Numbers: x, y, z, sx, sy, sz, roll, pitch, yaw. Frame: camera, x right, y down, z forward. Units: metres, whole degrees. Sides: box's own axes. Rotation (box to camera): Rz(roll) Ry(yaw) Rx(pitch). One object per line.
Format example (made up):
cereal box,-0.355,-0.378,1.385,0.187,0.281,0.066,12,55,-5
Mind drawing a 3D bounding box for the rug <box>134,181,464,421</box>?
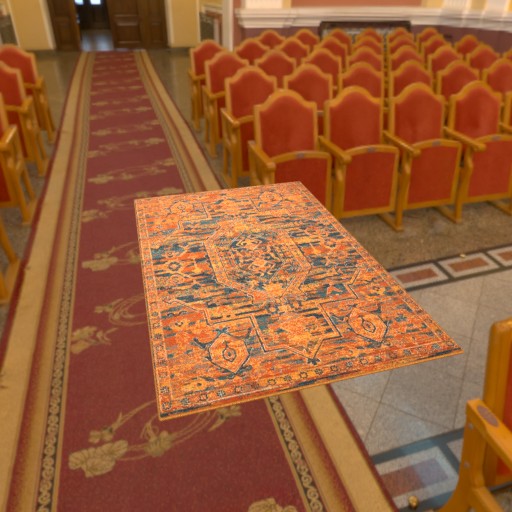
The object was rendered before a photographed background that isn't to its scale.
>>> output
rug,0.000,0.000,1.107,0.557,0.008,0.863,-8,32,-13
